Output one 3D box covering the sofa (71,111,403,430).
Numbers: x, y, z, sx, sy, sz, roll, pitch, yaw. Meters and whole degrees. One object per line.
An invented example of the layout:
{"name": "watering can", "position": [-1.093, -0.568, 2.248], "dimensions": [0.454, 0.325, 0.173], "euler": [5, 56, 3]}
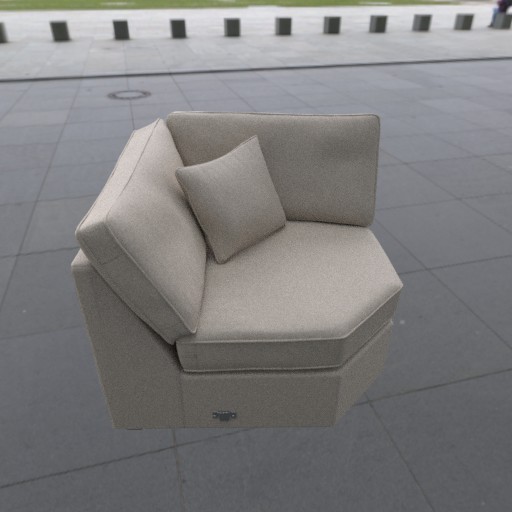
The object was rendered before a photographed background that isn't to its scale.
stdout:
{"name": "sofa", "position": [0.000, 0.000, 1.758], "dimensions": [1.042, 0.937, 1.050], "euler": [0, 32, 0]}
